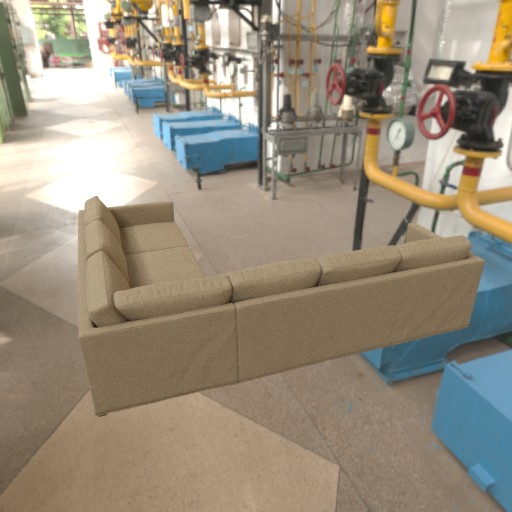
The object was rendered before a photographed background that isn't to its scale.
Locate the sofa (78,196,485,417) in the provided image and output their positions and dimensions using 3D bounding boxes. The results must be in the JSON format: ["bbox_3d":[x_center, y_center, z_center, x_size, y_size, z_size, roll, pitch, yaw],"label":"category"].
[{"bbox_3d":[0.000,0.000,4.307,3.182,0.871,2.432,-9,27,-18],"label":"sofa"}]
